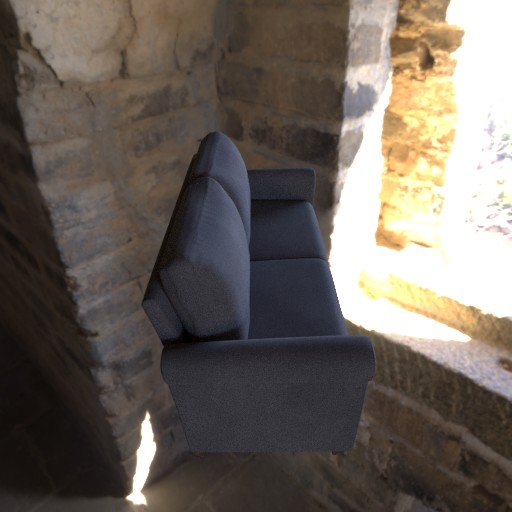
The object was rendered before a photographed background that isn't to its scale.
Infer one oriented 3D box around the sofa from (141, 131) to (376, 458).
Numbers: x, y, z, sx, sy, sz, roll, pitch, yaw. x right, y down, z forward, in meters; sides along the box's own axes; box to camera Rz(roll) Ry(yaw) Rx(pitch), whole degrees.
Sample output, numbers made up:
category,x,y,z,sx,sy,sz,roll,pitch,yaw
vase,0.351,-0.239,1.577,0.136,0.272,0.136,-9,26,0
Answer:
category,x,y,z,sx,sy,sz,roll,pitch,yaw
sofa,0.000,0.000,2.439,0.842,0.942,1.935,0,31,0
